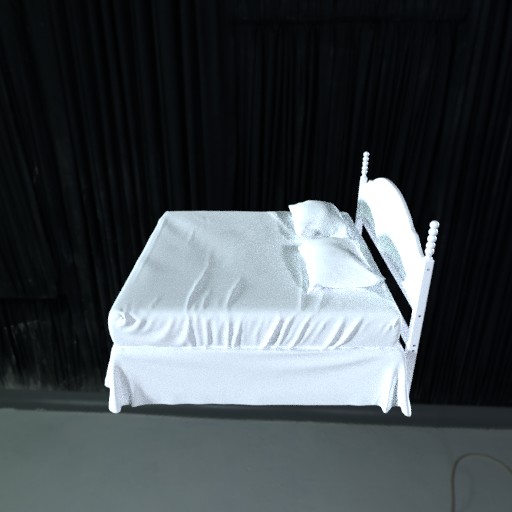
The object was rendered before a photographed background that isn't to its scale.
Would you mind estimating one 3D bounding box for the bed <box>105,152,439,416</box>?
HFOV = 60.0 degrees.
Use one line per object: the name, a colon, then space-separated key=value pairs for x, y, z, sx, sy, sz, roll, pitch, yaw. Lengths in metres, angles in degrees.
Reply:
bed: x=0.000 y=0.000 z=3.764 sx=2.219 sy=1.355 sz=2.322 roll=0 pitch=26 yaw=0
